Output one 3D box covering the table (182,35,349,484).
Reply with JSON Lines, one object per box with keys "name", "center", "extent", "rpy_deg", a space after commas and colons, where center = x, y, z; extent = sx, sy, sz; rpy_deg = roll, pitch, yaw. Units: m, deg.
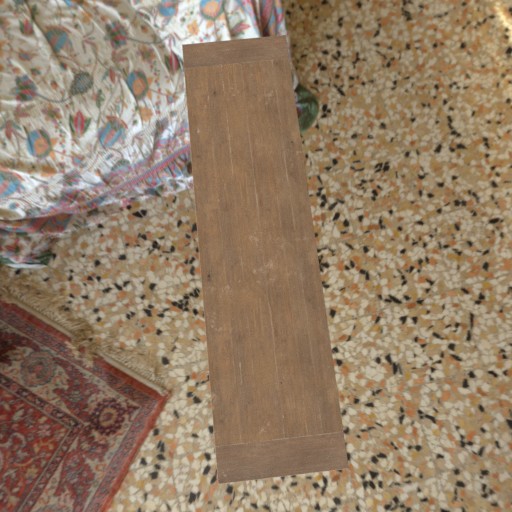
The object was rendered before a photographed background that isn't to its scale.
{"name": "table", "center": [0.000, 0.000, 2.163], "extent": [0.465, 0.810, 1.800], "rpy_deg": [-6, 77, -1]}
